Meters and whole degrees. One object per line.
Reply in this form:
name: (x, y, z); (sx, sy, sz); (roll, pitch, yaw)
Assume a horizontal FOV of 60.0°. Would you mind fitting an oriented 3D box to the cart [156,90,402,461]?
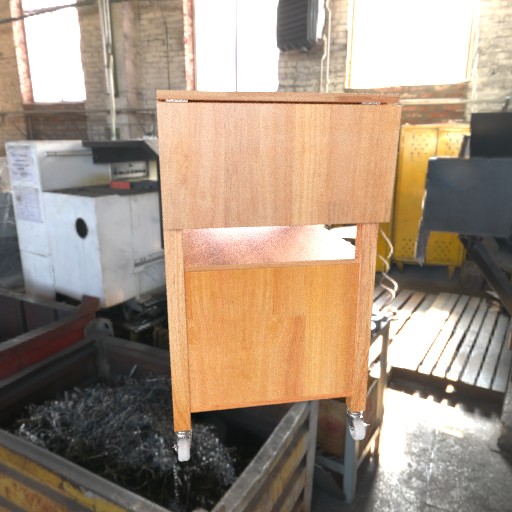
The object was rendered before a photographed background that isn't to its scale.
cart: (0.000, 0.000, 1.282); (0.508, 0.838, 0.640); (-3, 15, -10)
